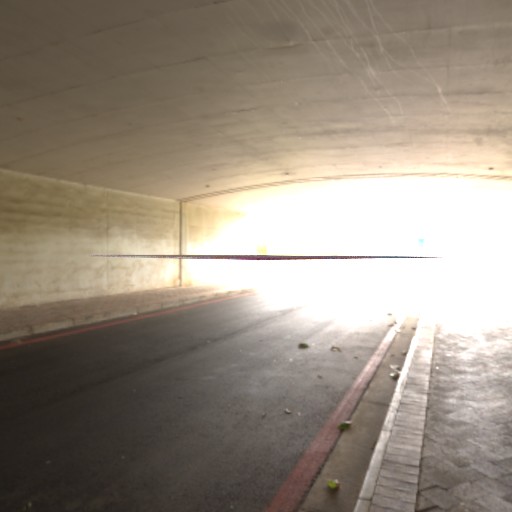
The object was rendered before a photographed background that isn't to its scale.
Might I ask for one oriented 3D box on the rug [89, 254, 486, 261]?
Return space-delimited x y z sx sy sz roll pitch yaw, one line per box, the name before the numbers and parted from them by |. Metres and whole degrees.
rug | 0.000 0.000 3.759 2.007 0.013 2.896 0 1 -35
